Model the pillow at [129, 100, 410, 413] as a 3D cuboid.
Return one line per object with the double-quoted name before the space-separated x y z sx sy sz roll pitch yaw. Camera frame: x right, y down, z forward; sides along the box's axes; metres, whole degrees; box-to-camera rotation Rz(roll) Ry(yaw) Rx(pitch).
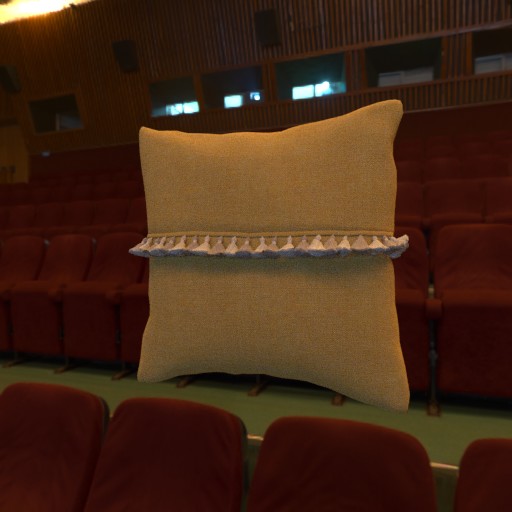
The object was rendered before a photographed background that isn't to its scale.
"pillow" 0.000 0.000 0.738 0.485 0.481 0.167 0 0 20
